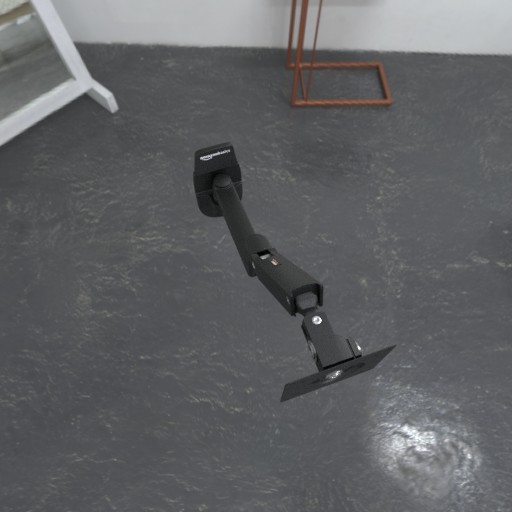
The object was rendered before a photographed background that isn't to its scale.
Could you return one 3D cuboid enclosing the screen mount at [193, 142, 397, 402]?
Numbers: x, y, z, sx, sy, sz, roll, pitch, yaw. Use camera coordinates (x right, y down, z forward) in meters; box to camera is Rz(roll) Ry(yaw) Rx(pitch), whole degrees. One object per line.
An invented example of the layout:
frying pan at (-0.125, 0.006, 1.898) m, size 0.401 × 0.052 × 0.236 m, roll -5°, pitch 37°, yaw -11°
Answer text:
screen mount at (0.000, 0.000, 0.729) m, size 0.115 × 0.466 × 0.495 m, roll -17°, pitch 64°, yaw -9°
